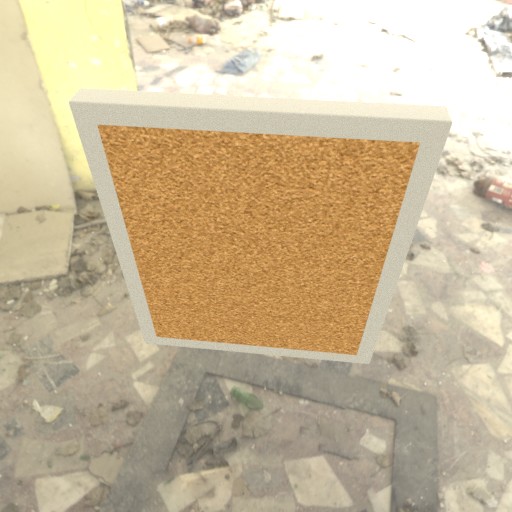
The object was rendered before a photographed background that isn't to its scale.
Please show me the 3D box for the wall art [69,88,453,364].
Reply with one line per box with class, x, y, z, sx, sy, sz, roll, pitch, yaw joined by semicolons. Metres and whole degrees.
wall art;0.000;0.000;0.524;0.331;0.381;0.028;4;46;4
